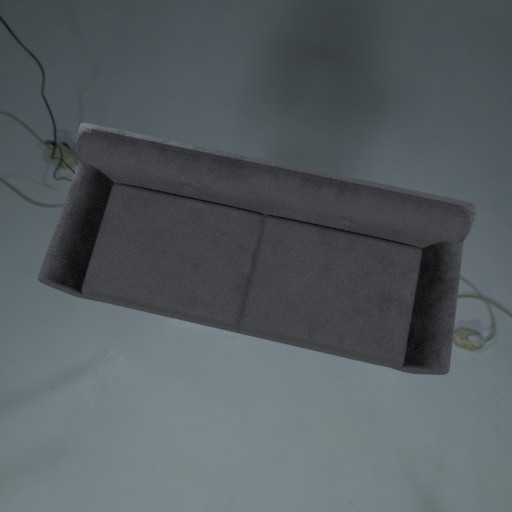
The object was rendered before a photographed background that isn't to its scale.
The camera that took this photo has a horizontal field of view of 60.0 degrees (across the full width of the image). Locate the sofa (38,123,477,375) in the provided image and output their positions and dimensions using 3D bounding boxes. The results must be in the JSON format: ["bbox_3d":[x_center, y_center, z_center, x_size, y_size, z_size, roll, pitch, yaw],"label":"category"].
[{"bbox_3d":[0.000,0.000,2.595,2.190,0.740,0.900,12,76,3],"label":"sofa"}]
